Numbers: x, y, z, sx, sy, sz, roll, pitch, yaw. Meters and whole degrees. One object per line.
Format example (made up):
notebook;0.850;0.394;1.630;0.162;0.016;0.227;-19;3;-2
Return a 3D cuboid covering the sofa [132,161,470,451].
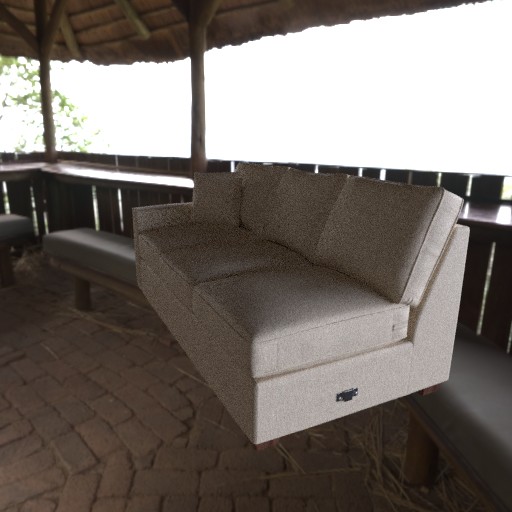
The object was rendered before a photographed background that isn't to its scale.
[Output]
sofa;0.000;0.000;2.514;1.034;0.946;1.962;-8;17;-25
